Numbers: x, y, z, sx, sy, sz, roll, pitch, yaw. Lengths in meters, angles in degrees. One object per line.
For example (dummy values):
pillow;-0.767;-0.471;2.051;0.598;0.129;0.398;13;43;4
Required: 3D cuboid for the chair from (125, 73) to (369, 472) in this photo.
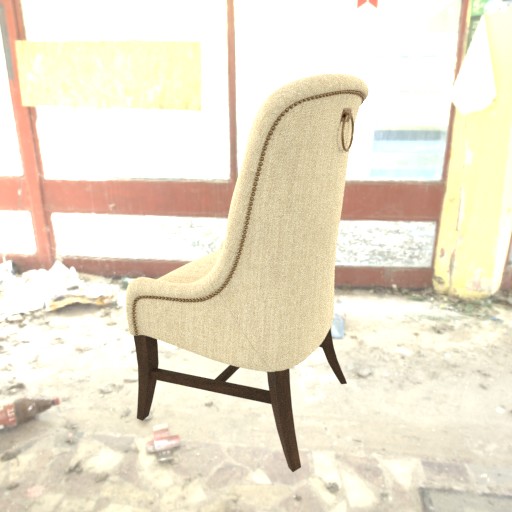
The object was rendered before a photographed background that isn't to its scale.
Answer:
chair;0.000;0.000;1.462;0.629;1.091;0.634;9;19;26
